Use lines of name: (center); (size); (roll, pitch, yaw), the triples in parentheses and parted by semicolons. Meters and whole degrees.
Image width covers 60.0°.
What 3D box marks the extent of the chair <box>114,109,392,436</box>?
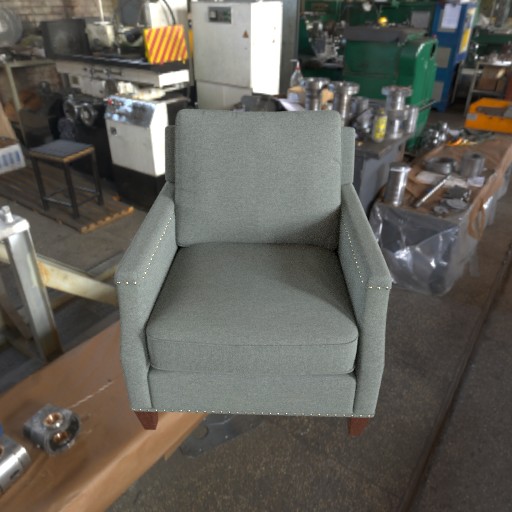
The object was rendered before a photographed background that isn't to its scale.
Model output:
chair: (0.000, 0.000, 1.809); (0.885, 1.031, 1.031); (1, 31, 2)
